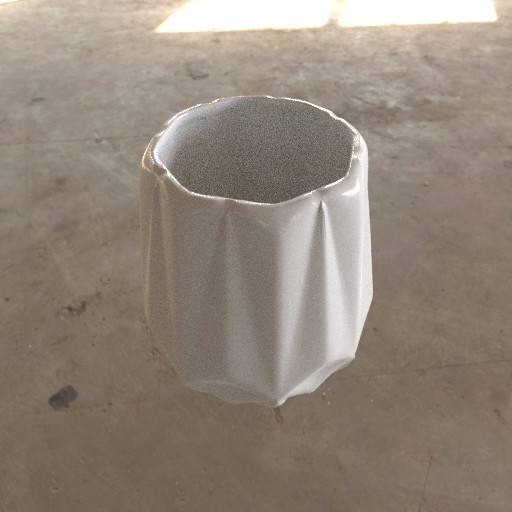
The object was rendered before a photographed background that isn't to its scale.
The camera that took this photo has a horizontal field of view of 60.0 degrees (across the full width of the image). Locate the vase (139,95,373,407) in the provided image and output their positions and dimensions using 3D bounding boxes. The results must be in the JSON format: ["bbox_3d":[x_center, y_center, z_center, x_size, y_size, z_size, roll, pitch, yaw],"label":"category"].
[{"bbox_3d":[0.000,0.000,0.260,0.141,0.152,0.141,0,45,0],"label":"vase"}]
